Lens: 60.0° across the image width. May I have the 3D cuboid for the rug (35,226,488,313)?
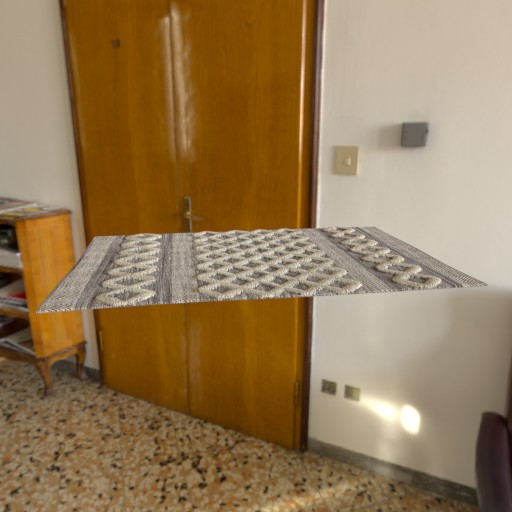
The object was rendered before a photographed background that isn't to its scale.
[{"bbox_3d":[0.000,0.000,2.949,2.333,0.033,1.513,-3,16,-9],"label":"rug"}]
